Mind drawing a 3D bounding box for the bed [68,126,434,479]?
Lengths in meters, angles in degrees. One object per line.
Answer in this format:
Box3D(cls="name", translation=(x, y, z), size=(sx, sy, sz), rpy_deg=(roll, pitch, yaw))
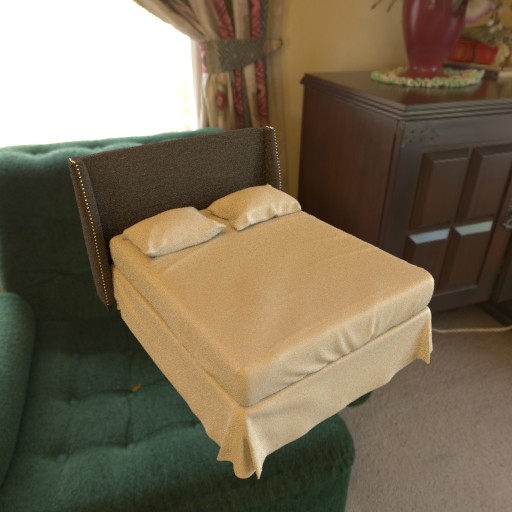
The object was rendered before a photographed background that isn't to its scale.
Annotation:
Box3D(cls="bed", translation=(0.000, 0.000, 3.359), size=(1.925, 1.332, 2.276), rpy_deg=(-19, 34, -31))
